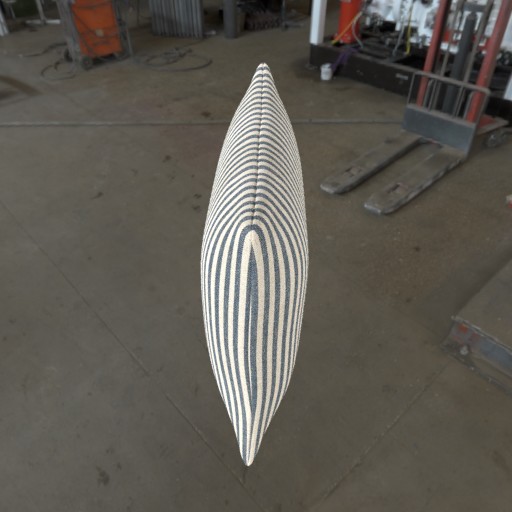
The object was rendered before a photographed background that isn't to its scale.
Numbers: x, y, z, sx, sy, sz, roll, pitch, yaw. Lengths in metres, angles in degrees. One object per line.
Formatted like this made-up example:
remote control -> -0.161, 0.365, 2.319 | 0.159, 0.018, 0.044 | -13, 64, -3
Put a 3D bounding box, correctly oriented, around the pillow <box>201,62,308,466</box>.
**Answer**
pillow -> 0.000, 0.000, 0.789 | 0.166, 0.510, 0.523 | 1, 41, 2
